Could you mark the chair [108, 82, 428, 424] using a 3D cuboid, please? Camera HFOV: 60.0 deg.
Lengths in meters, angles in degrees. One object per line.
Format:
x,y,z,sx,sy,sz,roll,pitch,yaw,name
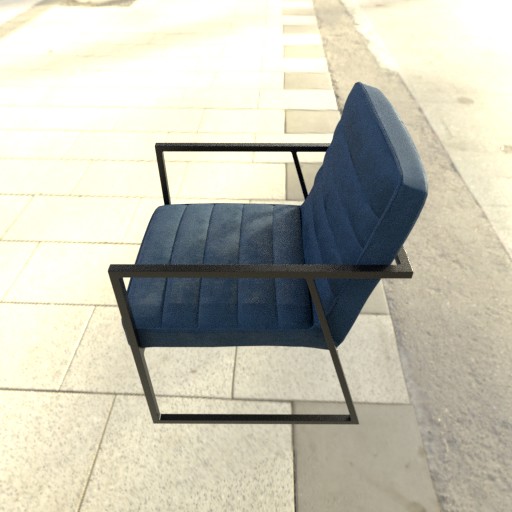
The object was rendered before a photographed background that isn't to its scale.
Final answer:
0.000,0.000,1.260,0.677,0.833,0.571,0,41,0,chair
